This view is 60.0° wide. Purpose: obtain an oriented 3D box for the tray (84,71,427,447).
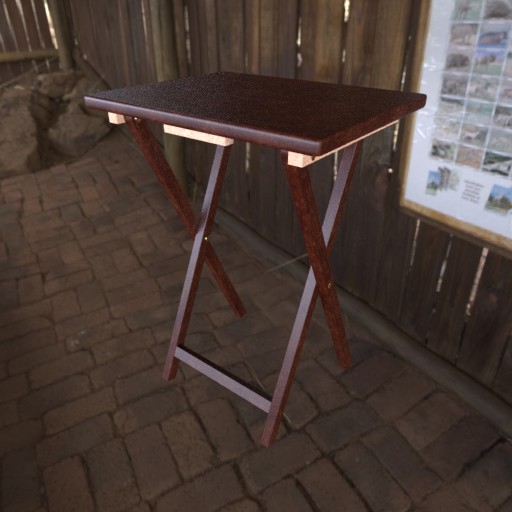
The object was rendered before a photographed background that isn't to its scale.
[{"bbox_3d":[0.000,0.000,0.948,0.483,0.660,0.381,21,36,32],"label":"tray"}]
